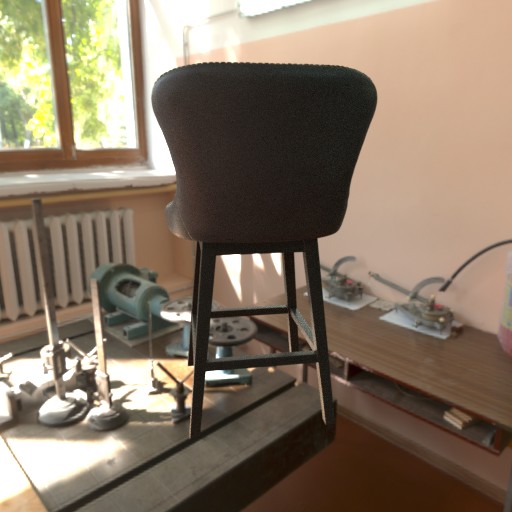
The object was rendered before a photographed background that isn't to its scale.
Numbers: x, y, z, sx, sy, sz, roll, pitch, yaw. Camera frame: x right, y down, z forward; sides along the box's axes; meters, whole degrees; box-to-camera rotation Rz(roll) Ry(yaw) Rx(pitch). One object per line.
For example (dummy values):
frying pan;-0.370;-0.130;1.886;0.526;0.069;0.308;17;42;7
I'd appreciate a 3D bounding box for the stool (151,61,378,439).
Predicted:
stool;0.000;0.000;1.299;0.528;0.971;0.593;-2;15;-9
